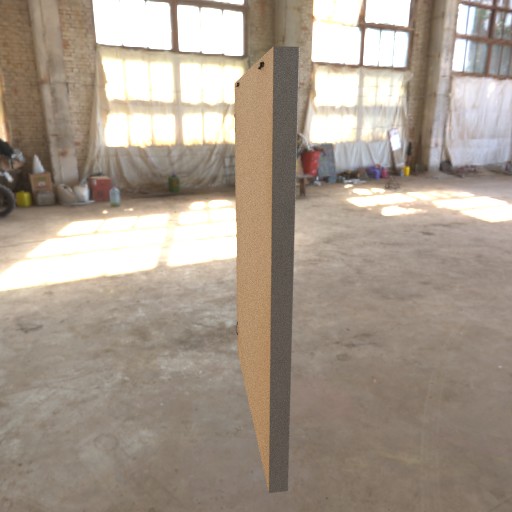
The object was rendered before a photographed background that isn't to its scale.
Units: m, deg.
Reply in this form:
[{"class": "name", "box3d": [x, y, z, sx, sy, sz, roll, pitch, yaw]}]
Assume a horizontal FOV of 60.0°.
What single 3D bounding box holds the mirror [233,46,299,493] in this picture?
[{"class": "mirror", "box3d": [0.000, 0.000, 0.912, 0.039, 0.710, 0.507, -2, 16, -8]}]
